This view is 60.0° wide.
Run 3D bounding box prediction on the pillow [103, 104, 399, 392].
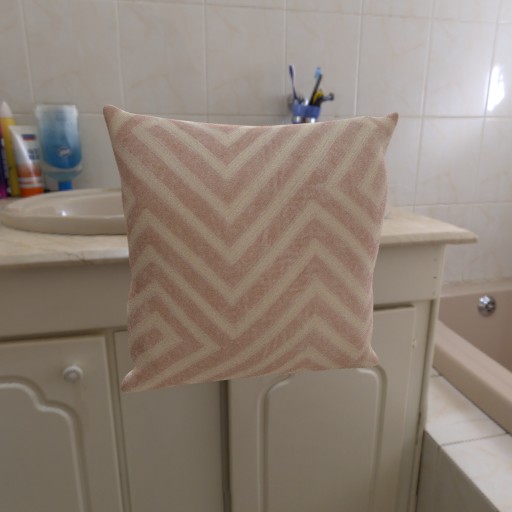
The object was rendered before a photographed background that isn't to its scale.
[{"bbox_3d":[0.000,0.000,0.687,0.440,0.441,0.182,-3,16,-10],"label":"pillow"}]
